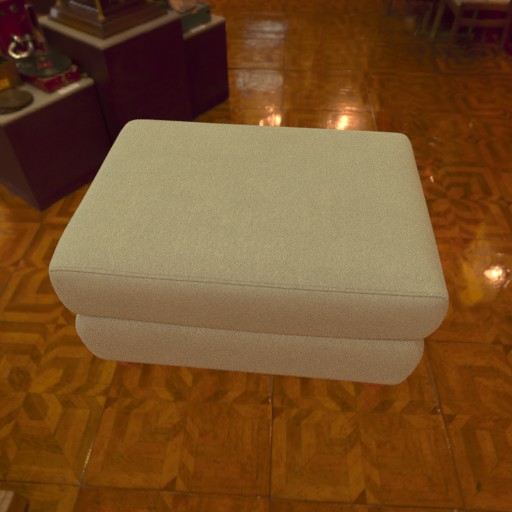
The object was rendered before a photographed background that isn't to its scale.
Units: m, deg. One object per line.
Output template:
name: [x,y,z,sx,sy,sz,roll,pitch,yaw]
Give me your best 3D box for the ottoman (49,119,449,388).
ottoman: [0.000,0.000,1.133,0.773,0.499,0.569,4,47,4]
